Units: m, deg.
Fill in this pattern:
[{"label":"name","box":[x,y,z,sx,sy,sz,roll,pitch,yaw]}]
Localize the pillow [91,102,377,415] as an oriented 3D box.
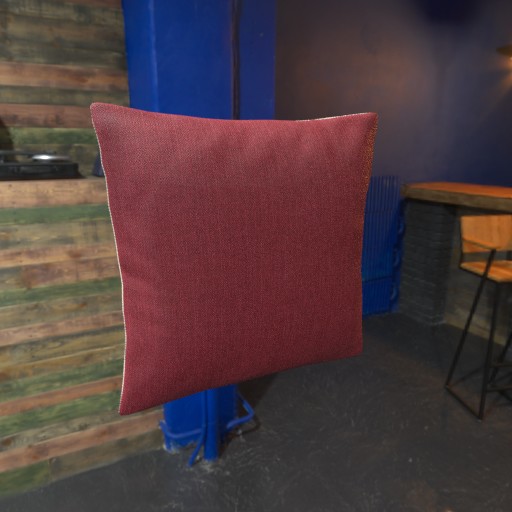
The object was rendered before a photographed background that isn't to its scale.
[{"label":"pillow","box":[0.000,0.000,0.785,0.513,0.497,0.166,-7,16,-25]}]
